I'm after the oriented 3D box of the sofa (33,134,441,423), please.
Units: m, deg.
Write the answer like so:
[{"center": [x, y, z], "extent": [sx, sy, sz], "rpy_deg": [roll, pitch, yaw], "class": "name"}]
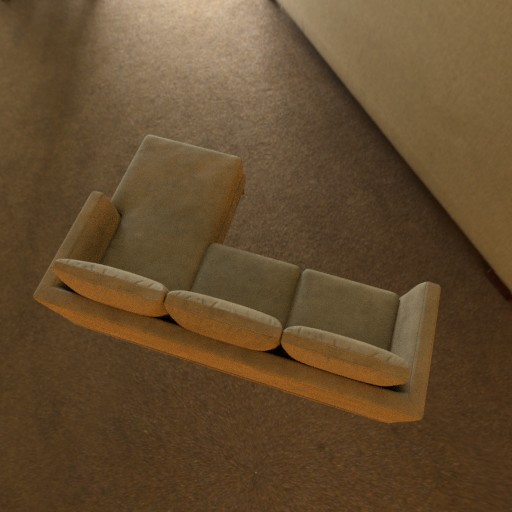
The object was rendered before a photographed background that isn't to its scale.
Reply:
[{"center": [0.000, 0.000, 3.170], "extent": [2.438, 0.987, 1.622], "rpy_deg": [16, 65, 7], "class": "sofa"}]
